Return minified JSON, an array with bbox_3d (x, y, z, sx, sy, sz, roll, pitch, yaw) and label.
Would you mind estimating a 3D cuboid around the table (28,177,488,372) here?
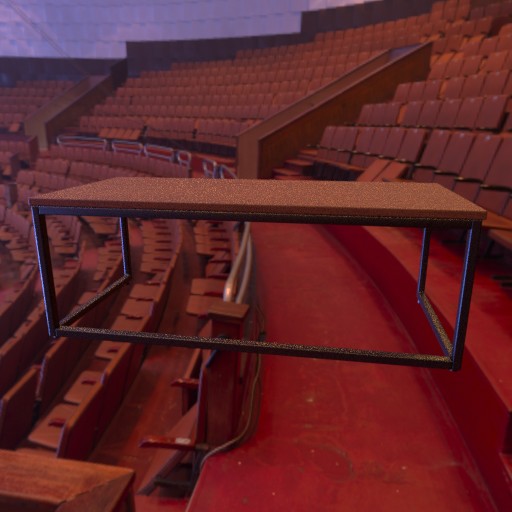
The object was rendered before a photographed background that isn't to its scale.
[{"bbox_3d":[0.000,0.000,1.336,1.100,0.400,0.500,3,16,9],"label":"table"}]
